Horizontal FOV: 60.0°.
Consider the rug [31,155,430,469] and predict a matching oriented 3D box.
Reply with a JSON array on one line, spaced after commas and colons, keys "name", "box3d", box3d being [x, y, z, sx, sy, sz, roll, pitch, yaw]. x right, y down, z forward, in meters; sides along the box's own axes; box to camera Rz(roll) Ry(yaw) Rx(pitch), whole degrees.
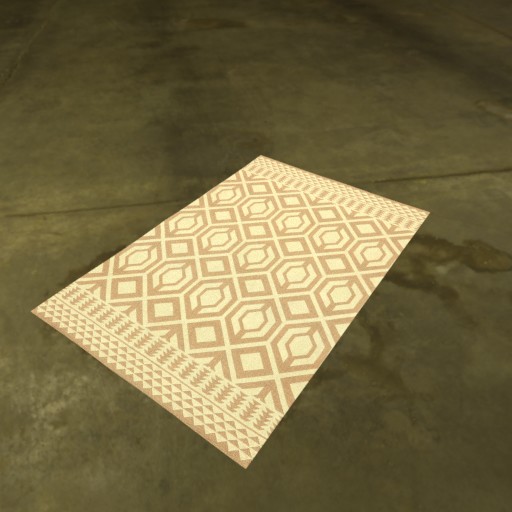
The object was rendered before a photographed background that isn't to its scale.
[{"name": "rug", "box3d": [0.000, 0.000, 2.317, 1.219, 0.008, 1.829, 25, 46, 26]}]
